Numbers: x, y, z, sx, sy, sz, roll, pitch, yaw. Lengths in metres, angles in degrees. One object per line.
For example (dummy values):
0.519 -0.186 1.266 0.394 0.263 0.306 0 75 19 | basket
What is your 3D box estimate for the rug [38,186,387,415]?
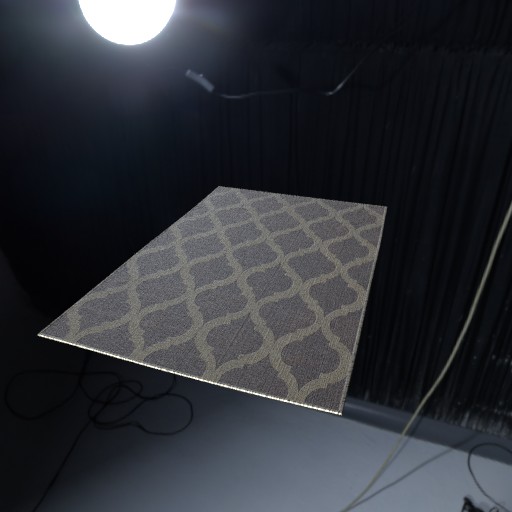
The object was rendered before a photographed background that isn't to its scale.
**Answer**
0.000 0.000 2.923 1.522 0.008 2.284 9 30 17 | rug
